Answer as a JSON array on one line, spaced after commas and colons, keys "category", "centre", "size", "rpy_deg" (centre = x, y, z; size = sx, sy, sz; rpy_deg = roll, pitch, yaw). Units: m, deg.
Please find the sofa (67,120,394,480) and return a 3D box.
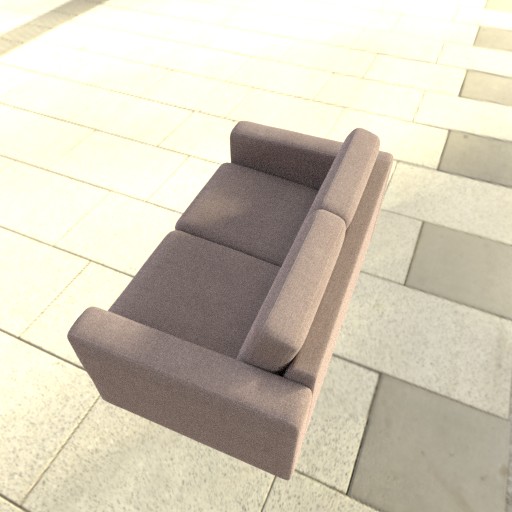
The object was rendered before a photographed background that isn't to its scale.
[{"category": "sofa", "centre": [0.000, 0.000, 2.012], "size": [0.900, 0.800, 1.520], "rpy_deg": [17, 50, 15]}]
